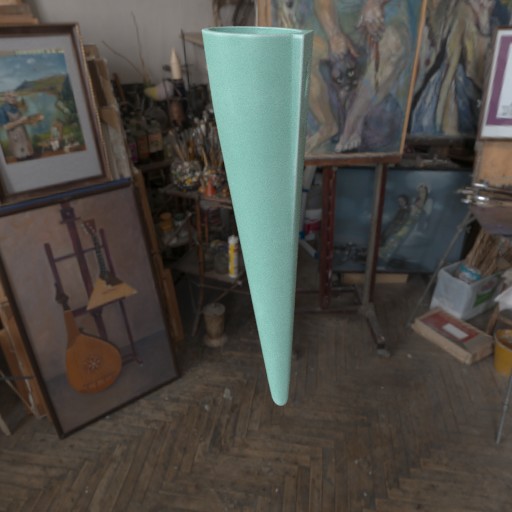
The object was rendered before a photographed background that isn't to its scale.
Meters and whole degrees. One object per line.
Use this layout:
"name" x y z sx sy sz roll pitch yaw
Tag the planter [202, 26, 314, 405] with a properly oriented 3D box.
"planter" 0.000 0.000 0.293 0.055 0.268 0.054 8 31 13
